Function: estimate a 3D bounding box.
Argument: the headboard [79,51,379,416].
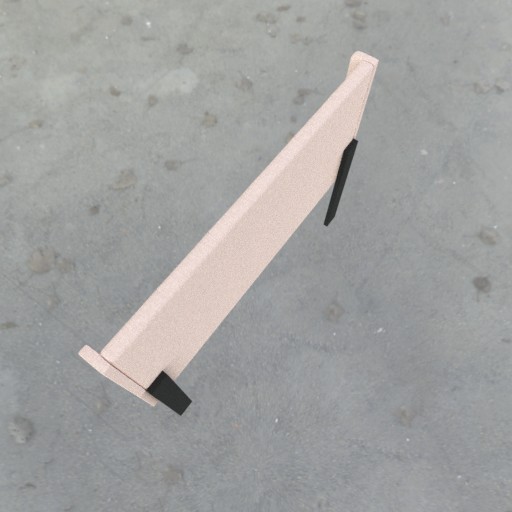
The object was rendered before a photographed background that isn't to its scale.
[{"bbox_3d":[0.000,0.000,2.696,0.184,1.524,2.051,34,69,15],"label":"headboard"}]
